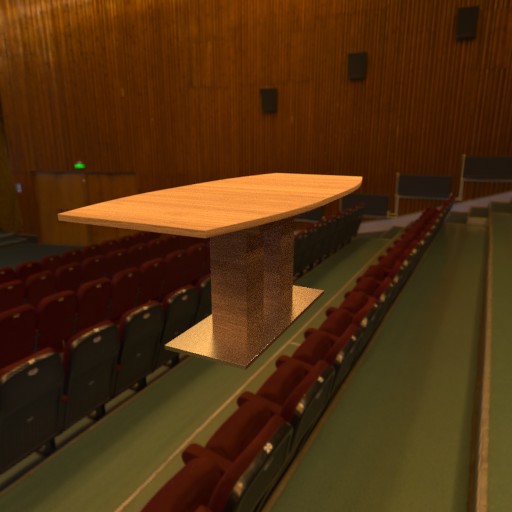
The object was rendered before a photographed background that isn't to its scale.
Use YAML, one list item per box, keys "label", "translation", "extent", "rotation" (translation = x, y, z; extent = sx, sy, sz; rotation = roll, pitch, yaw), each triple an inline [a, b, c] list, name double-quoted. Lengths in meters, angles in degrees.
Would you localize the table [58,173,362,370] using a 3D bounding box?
- label: "table"
  translation: [0.000, 0.000, 2.514]
  extent: [0.900, 0.750, 2.032]
  rotation: [8, 17, 26]
